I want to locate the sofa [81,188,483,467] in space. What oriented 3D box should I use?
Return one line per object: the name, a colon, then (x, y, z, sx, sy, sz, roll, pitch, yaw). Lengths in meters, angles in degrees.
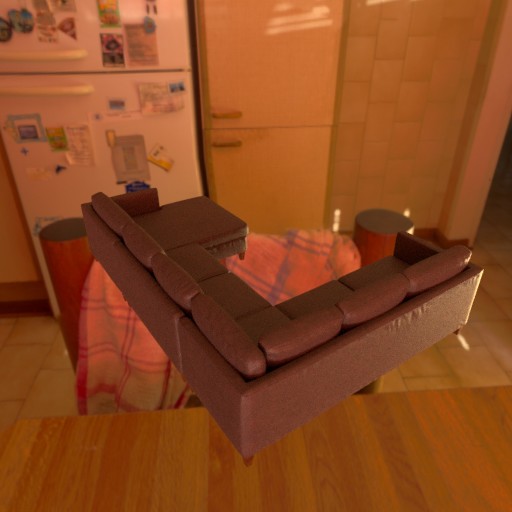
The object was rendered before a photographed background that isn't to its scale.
sofa: (0.000, 0.000, 4.635, 2.593, 0.923, 3.460, -20, 36, -29)
